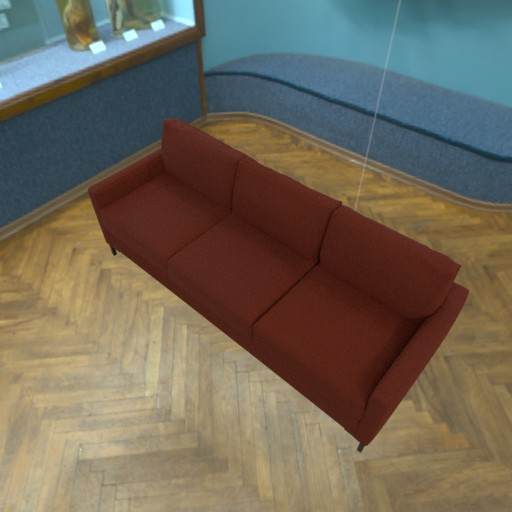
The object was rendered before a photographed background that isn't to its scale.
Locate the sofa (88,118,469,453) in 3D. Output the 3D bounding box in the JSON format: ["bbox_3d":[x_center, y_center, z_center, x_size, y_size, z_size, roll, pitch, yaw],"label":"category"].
[{"bbox_3d":[0.000,0.000,2.720,2.252,0.879,0.875,33,55,27],"label":"sofa"}]
